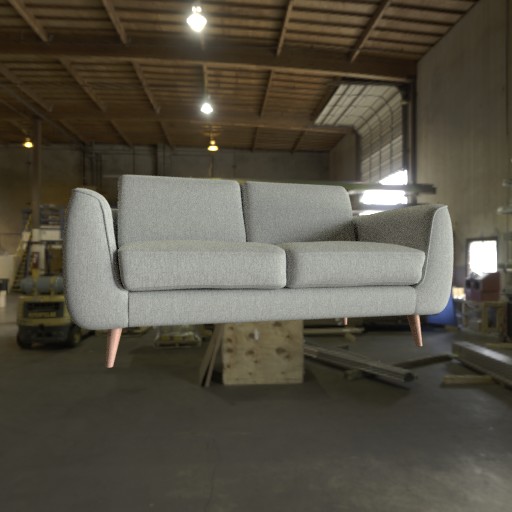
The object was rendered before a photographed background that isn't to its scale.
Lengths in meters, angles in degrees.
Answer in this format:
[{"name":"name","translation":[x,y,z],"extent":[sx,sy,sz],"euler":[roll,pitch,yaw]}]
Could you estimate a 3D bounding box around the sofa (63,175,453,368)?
[{"name":"sofa","translation":[0.000,0.000,2.213],"extent":[1.700,0.850,0.920],"euler":[0,0,-17]}]
